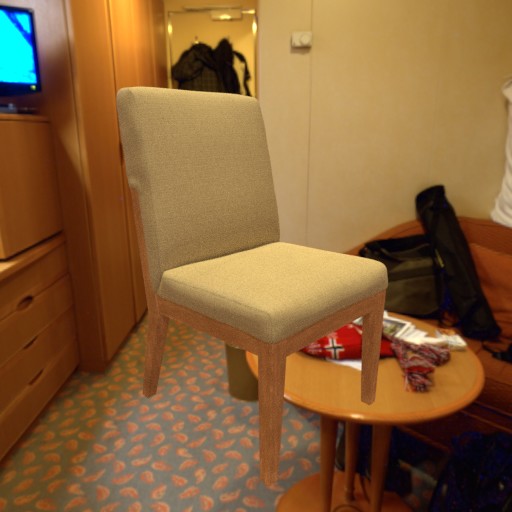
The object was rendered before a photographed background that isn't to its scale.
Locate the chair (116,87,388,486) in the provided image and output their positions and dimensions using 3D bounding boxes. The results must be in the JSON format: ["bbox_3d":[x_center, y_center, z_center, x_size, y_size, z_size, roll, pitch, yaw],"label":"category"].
[{"bbox_3d":[0.000,0.000,1.255,0.586,0.911,0.507,15,21,42],"label":"chair"}]
